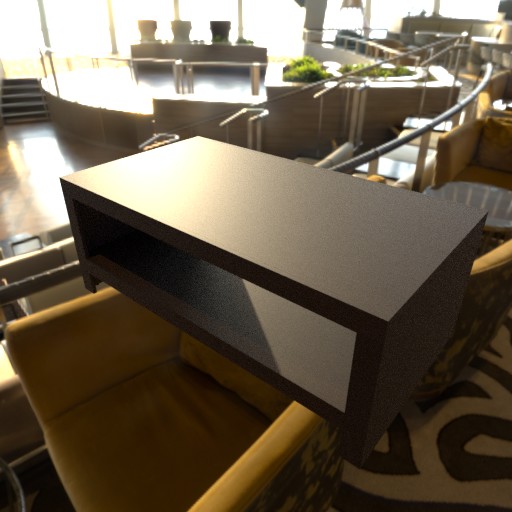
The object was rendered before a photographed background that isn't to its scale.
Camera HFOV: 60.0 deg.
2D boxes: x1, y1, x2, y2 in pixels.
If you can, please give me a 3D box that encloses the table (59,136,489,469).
[{"bbox_3d":[0.000,0.000,1.380,1.099,0.424,0.597,23,38,33],"label":"table"}]
